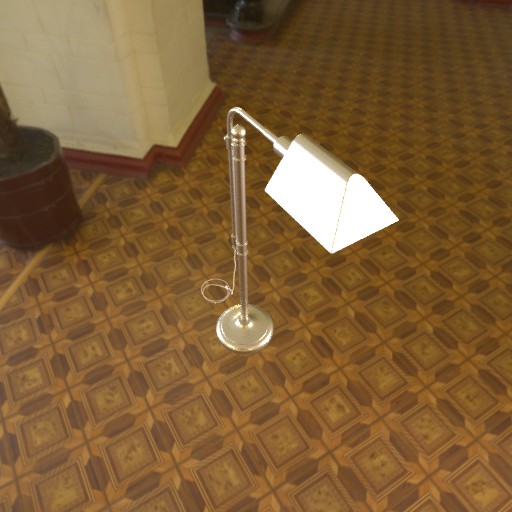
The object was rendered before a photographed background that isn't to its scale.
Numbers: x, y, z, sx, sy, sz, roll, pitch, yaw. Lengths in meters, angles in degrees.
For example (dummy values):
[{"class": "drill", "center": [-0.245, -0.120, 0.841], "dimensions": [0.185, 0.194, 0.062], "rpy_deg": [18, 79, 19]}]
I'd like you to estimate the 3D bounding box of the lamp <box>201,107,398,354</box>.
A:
[{"class": "lamp", "center": [0.000, 0.000, 0.954], "dimensions": [0.159, 0.708, 0.546], "rpy_deg": [-24, 51, -21]}]
